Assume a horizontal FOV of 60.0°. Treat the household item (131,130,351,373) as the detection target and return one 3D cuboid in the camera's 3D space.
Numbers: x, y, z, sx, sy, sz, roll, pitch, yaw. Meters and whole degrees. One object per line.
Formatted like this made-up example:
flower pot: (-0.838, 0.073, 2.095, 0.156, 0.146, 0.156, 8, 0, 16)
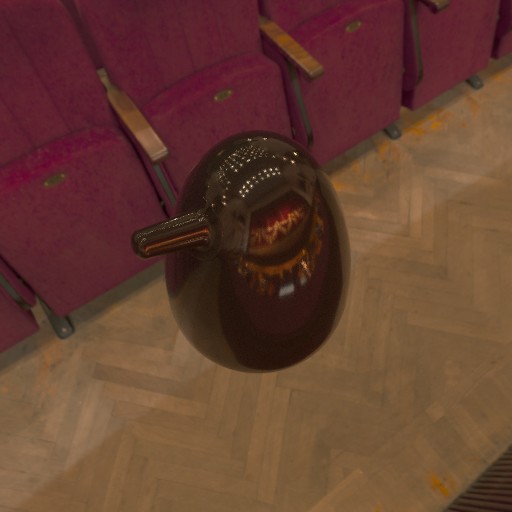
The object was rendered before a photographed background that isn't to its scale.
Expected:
household item: (0.000, 0.000, 0.223, 0.104, 0.152, 0.102, -32, 67, -15)
